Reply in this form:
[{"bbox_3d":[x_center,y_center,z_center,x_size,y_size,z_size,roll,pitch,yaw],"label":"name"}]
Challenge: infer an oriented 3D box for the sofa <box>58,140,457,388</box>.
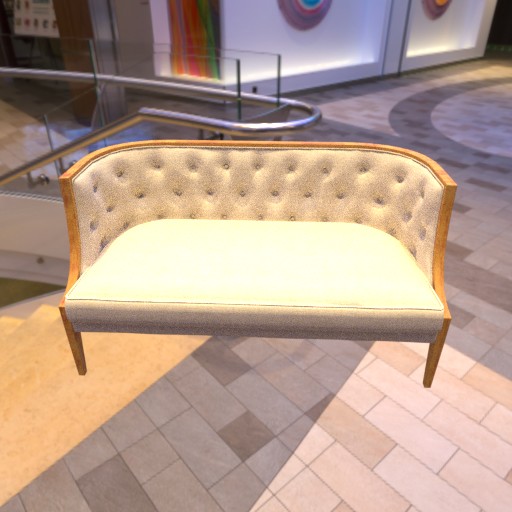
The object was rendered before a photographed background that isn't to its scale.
[{"bbox_3d":[0.000,0.000,1.906,1.474,0.775,0.770,1,31,2],"label":"sofa"}]
